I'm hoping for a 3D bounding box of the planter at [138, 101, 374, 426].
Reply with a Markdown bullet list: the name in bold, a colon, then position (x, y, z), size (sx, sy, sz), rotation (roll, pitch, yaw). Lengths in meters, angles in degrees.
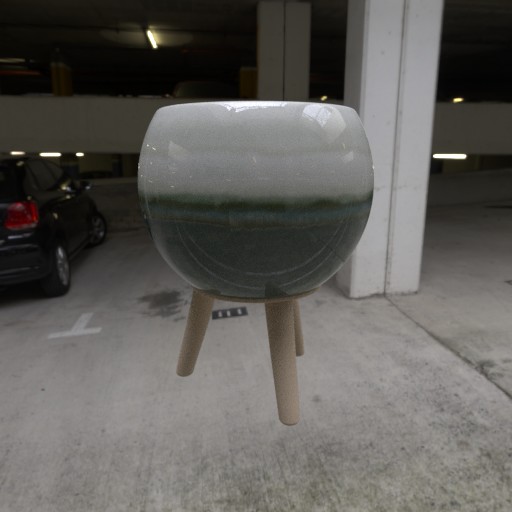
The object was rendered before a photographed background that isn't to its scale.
- **planter**: position (0.000, 0.000, 0.446), size (0.222, 0.278, 0.222), rotation (0, 13, 0)
